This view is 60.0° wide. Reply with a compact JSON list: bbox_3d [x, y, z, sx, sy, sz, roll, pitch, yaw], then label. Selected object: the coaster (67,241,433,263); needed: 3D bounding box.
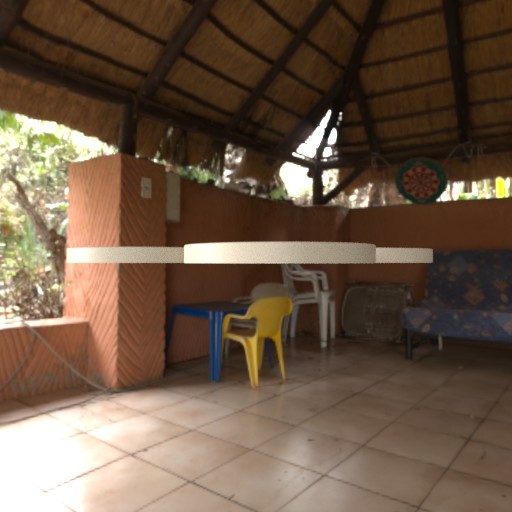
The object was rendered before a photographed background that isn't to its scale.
[{"bbox_3d":[0.000,0.000,0.335,0.224,0.010,0.220,-1,-1,37],"label":"coaster"}]
